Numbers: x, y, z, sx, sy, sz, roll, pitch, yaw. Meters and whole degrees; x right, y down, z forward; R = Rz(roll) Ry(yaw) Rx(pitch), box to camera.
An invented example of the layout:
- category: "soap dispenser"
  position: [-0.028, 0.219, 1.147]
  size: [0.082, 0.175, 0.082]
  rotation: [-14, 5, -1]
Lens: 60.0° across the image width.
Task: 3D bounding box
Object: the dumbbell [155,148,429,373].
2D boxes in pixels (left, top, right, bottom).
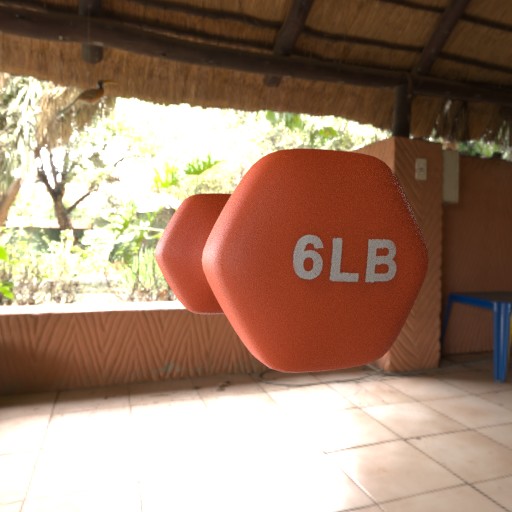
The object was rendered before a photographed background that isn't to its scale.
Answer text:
- category: "dumbbell"
  position: [0.000, 0.000, 0.208]
  size: [0.079, 0.071, 0.162]
  rotation: [0, 1, -19]
